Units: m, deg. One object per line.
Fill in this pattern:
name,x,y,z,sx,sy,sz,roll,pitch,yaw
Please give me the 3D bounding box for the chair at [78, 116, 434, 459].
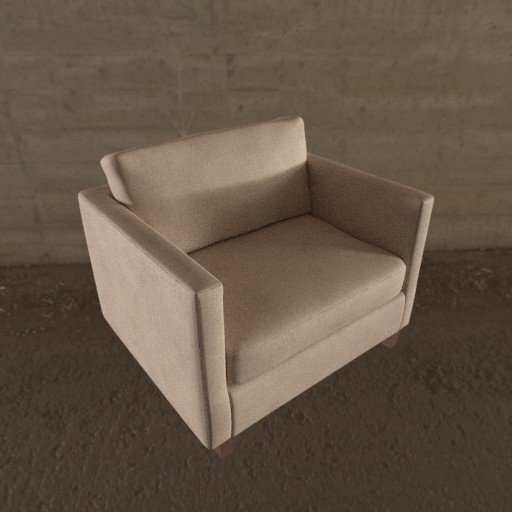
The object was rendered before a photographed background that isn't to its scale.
chair,0.000,0.000,1.890,1.133,0.961,0.959,-21,36,-32
